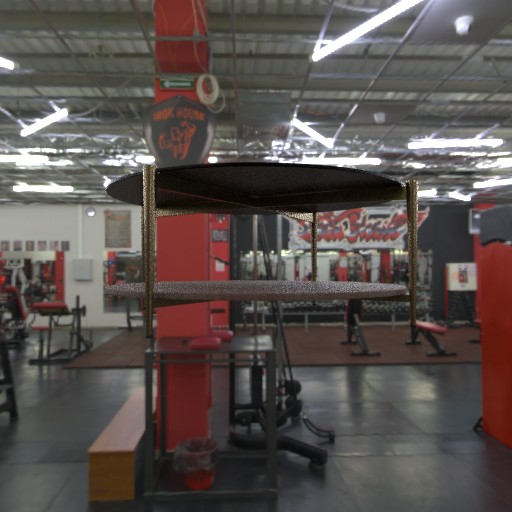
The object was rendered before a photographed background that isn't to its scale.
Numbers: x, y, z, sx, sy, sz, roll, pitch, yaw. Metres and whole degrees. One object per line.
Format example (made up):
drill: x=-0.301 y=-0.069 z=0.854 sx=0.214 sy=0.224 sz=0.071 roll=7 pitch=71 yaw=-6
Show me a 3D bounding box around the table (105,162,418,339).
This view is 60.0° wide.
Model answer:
table: x=0.000 y=0.000 z=1.458 sx=0.938 sy=0.400 sz=0.938 roll=0 pitch=-1 yaw=0
